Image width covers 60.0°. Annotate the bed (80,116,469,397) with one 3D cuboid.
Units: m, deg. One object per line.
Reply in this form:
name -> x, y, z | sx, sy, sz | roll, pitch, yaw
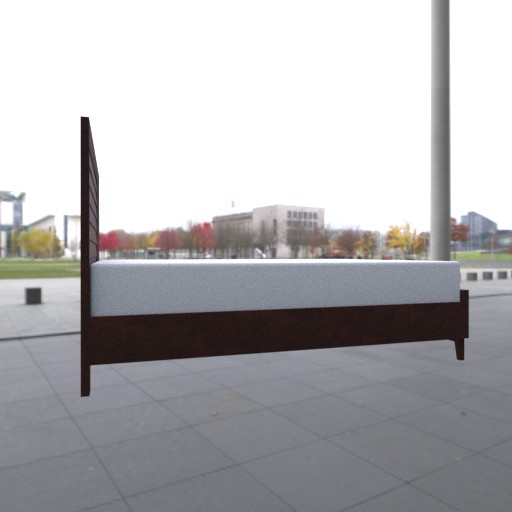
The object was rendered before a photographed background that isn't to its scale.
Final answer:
bed -> 0.000, 0.000, 3.100 | 2.184, 1.270, 1.600 | 0, 0, -18
